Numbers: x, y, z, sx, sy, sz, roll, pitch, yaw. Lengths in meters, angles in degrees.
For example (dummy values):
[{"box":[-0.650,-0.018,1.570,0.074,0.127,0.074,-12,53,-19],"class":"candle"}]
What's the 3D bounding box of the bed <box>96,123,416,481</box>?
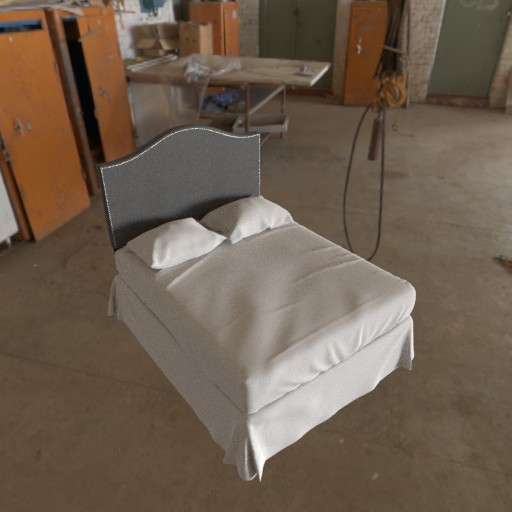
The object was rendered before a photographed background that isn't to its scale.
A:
[{"box":[0.000,0.000,3.509,1.876,1.645,2.221,-21,37,-31],"class":"bed"}]
